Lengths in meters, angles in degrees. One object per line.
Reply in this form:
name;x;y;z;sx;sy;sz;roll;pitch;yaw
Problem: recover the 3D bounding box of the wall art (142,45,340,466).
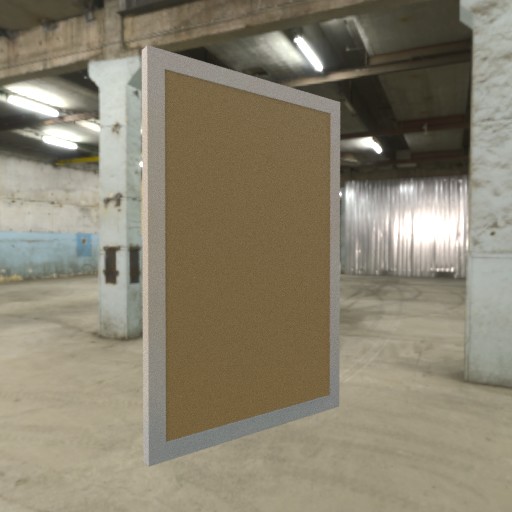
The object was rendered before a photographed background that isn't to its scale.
wall art;0.000;0.000;1.448;0.764;1.143;0.038;-1;1;-37
